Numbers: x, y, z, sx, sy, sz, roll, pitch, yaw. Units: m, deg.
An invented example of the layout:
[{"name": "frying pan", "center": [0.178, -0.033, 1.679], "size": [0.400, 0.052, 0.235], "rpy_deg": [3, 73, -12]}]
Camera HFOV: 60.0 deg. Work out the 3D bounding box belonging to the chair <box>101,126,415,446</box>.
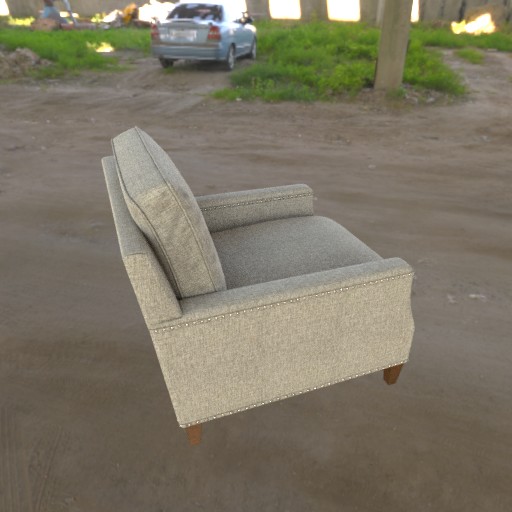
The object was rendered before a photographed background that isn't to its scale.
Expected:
[{"name": "chair", "center": [0.000, 0.000, 1.750], "size": [1.014, 0.943, 0.853], "rpy_deg": [-10, 32, -17]}]
